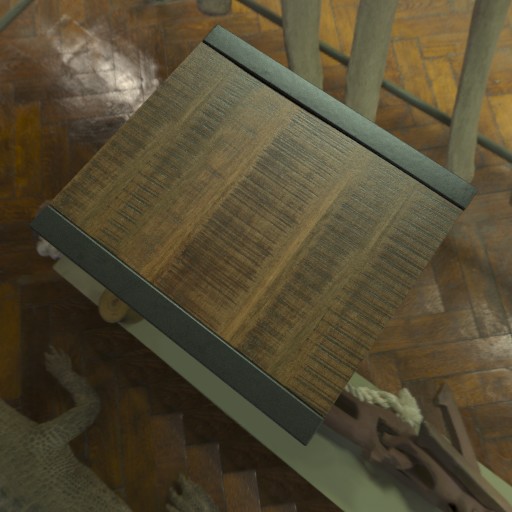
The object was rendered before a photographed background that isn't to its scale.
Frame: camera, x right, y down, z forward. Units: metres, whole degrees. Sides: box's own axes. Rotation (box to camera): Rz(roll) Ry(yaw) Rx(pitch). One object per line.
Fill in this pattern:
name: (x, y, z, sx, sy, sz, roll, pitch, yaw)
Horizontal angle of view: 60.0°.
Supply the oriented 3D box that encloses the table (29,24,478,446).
table: (0.000, 0.000, 0.920, 0.500, 0.550, 0.449, 36, 78, 9)
